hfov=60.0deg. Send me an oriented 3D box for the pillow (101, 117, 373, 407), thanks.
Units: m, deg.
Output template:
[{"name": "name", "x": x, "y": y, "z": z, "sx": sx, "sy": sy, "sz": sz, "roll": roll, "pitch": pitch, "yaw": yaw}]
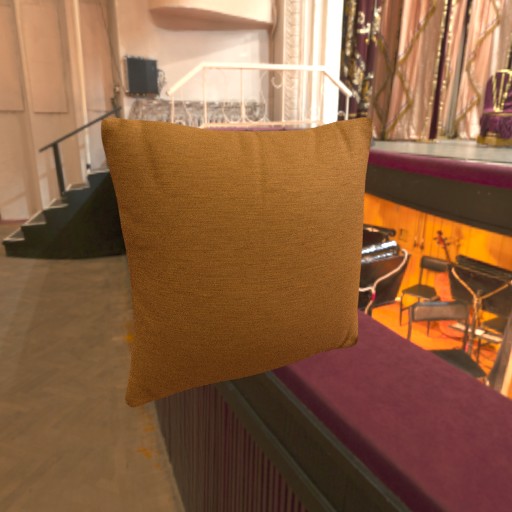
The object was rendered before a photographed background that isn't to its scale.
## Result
[{"name": "pillow", "x": 0.000, "y": 0.000, "z": 0.697, "sx": 0.435, "sy": 0.417, "sz": 0.247, "roll": -9, "pitch": 19, "yaw": -26}]
